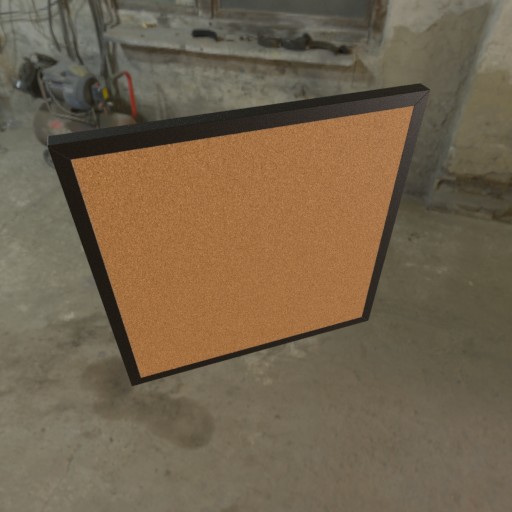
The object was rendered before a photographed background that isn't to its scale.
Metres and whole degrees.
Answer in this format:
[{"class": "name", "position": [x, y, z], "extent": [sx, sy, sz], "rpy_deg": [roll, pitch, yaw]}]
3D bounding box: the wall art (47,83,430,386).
[{"class": "wall art", "position": [0.000, 0.000, 1.118], "extent": [0.765, 0.765, 0.038], "rpy_deg": [-13, 44, -13]}]
